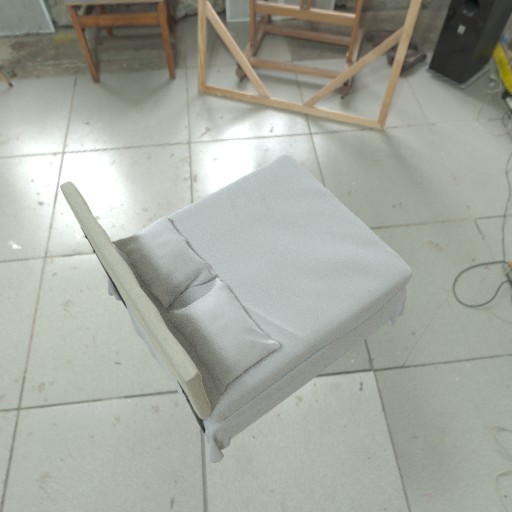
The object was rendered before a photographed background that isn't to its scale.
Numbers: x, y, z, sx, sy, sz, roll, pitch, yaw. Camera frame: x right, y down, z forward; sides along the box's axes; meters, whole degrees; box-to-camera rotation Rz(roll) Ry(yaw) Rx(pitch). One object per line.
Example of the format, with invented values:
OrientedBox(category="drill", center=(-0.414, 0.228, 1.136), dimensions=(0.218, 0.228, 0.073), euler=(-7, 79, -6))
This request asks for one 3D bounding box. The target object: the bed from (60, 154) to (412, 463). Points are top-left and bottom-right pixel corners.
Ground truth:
OrientedBox(category="bed", center=(0.000, 0.000, 3.548), dimensions=(2.222, 1.577, 1.936), euler=(-31, 62, -18))
